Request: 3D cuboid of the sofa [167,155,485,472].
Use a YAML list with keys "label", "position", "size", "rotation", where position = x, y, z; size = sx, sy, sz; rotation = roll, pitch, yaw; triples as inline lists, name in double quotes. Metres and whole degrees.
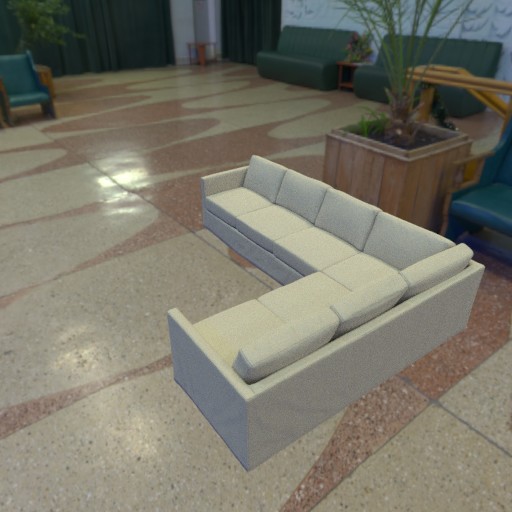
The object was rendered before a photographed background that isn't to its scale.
- label: "sofa"
  position: [0.000, 0.000, 4.288]
  size: [2.432, 0.871, 3.182]
  rotation: [-20, 36, -30]
